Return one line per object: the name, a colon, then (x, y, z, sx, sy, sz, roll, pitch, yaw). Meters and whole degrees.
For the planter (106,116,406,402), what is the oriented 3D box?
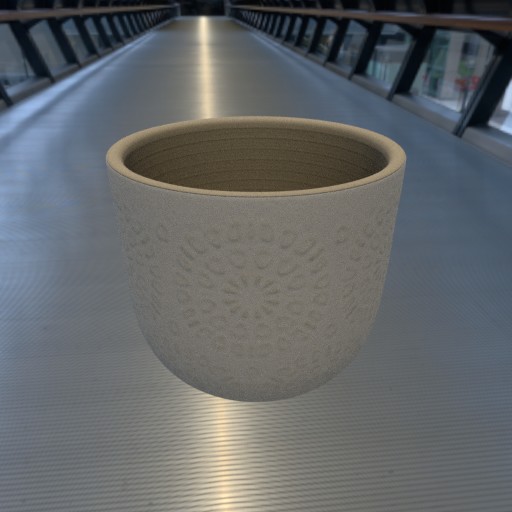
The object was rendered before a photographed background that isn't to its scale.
planter: (0.000, 0.000, 0.216, 0.124, 0.109, 0.124, 0, 28, 0)
